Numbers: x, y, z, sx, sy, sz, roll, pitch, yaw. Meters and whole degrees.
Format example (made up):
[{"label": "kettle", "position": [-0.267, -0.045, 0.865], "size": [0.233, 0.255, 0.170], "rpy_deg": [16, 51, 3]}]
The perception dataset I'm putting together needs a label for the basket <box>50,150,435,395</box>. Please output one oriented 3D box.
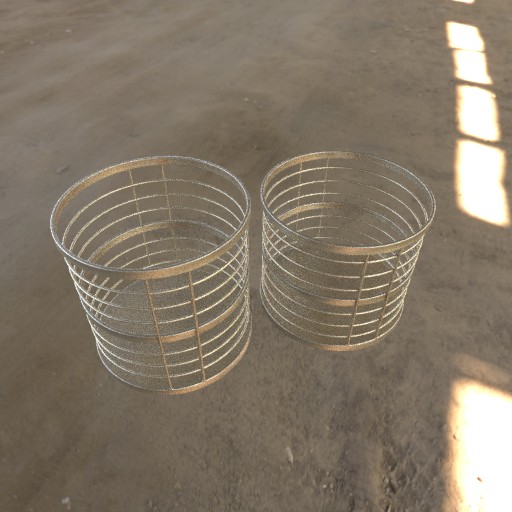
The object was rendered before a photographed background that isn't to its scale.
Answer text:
[{"label": "basket", "position": [0.000, 0.000, 0.965], "size": [0.746, 0.351, 0.356], "rpy_deg": [-11, 43, -12]}]
